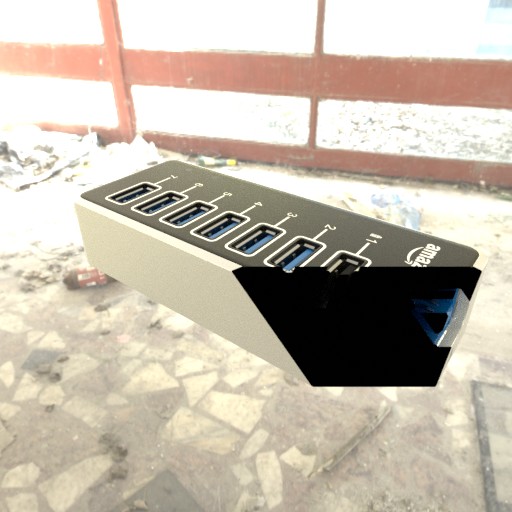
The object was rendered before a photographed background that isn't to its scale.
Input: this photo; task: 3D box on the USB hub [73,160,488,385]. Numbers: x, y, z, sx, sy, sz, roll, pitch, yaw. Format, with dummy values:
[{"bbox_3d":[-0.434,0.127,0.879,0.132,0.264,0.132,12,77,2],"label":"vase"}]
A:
[{"bbox_3d":[0.000,0.000,0.126,0.110,0.023,0.044,22,38,31],"label":"USB hub"}]
